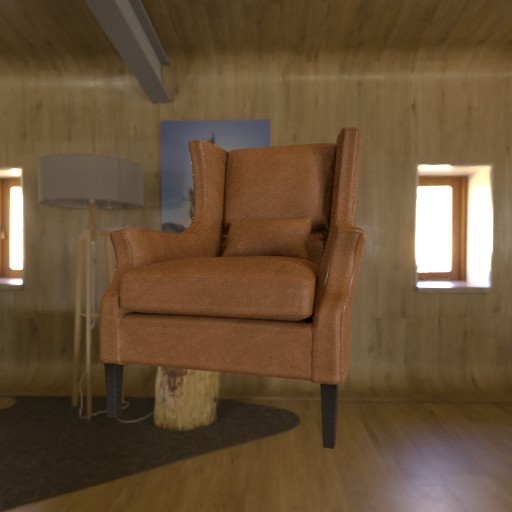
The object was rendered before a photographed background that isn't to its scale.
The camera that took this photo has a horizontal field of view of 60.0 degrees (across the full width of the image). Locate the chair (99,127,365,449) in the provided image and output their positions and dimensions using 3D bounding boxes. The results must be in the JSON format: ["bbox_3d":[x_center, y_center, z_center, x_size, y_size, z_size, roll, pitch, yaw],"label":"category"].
[{"bbox_3d":[0.000,0.000,1.699,0.852,1.016,0.925,0,1,18],"label":"chair"}]
